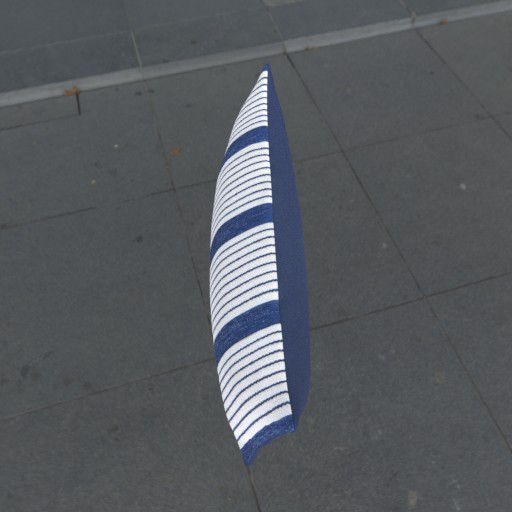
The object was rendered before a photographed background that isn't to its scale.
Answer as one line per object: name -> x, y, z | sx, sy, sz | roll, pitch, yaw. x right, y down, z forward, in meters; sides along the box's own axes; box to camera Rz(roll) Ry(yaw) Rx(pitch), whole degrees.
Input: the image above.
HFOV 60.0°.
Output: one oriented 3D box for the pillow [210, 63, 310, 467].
pillow -> 0.000, 0.000, 0.737 | 0.156, 0.292, 0.608 | -2, 59, -1
